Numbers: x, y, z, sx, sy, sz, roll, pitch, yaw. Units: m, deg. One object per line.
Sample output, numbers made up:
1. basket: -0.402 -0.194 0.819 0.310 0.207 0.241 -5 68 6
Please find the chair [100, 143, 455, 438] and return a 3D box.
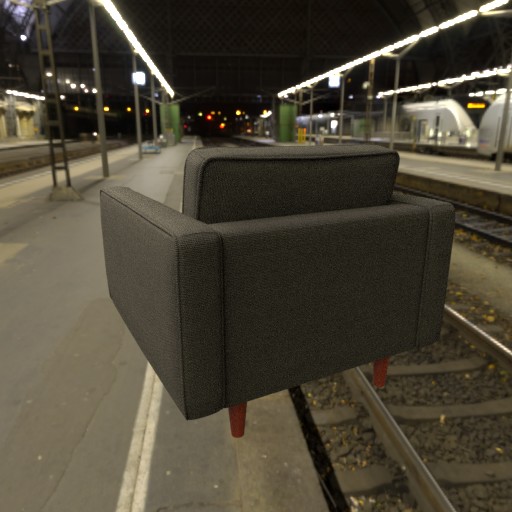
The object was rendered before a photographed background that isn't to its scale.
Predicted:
1. chair: 0.000 0.000 1.556 0.899 0.770 0.919 -9 18 -27
